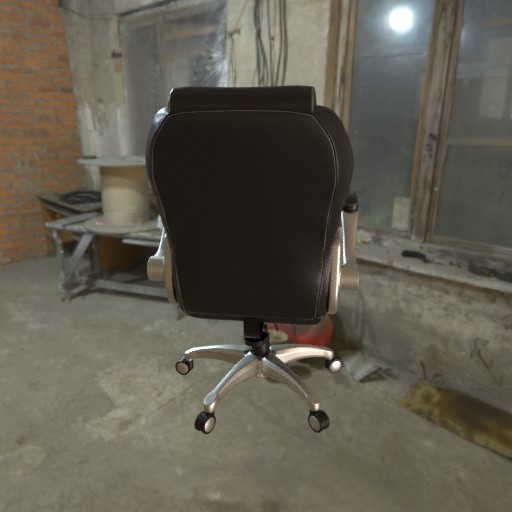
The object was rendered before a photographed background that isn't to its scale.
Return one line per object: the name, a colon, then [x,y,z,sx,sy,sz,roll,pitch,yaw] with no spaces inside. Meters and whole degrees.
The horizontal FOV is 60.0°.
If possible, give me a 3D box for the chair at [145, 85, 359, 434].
chair: [0.000,0.000,1.653,0.724,1.141,0.801,2,17,8]
